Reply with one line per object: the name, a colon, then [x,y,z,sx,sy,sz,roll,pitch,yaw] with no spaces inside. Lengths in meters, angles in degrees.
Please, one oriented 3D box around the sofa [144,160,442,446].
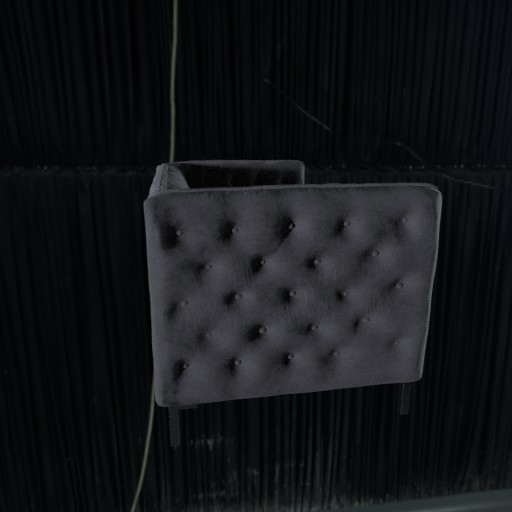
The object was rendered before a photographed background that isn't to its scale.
sofa: [0.000,0.000,2.069,0.909,0.810,1.583,-3,15,-10]
